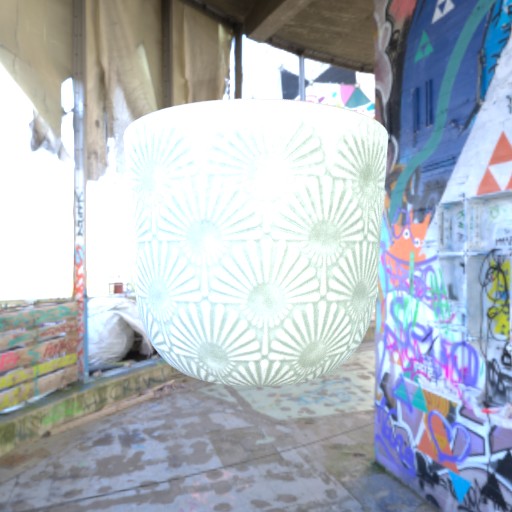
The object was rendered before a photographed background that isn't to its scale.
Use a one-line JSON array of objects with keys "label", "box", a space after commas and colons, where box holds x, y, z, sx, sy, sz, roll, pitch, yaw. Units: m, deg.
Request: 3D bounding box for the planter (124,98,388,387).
[{"label": "planter", "box": [0.000, 0.000, 0.296, 0.170, 0.152, 0.170, 0, 0, 0]}]
